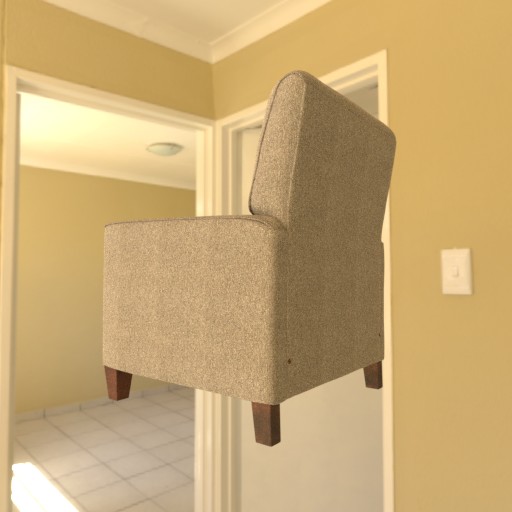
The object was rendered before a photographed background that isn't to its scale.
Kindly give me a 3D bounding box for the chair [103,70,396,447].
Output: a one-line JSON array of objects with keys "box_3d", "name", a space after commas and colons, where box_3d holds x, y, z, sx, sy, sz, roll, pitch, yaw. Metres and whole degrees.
[{"box_3d": [0.000, 0.000, 1.670, 0.858, 1.028, 0.841, -1, -2, 38], "name": "chair"}]
